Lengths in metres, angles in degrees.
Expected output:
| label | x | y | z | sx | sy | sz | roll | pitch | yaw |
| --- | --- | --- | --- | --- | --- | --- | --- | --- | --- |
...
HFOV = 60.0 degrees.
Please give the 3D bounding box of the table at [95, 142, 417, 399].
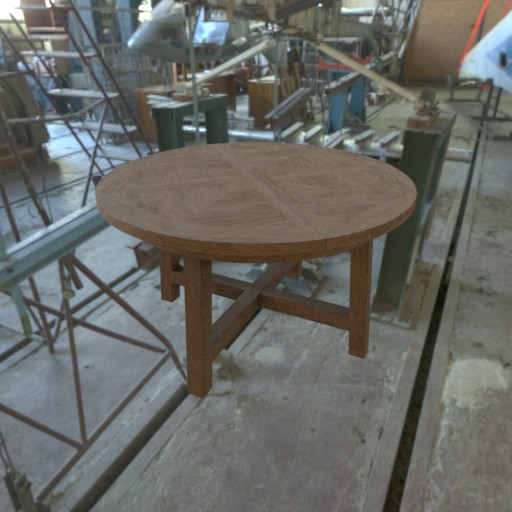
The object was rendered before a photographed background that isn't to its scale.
| label | x | y | z | sx | sy | sz | roll | pitch | yaw |
| --- | --- | --- | --- | --- | --- | --- | --- | --- | --- |
| table | 0.000 | 0.000 | 2.082 | 1.319 | 0.762 | 1.319 | 0 | 27 | 0 |
